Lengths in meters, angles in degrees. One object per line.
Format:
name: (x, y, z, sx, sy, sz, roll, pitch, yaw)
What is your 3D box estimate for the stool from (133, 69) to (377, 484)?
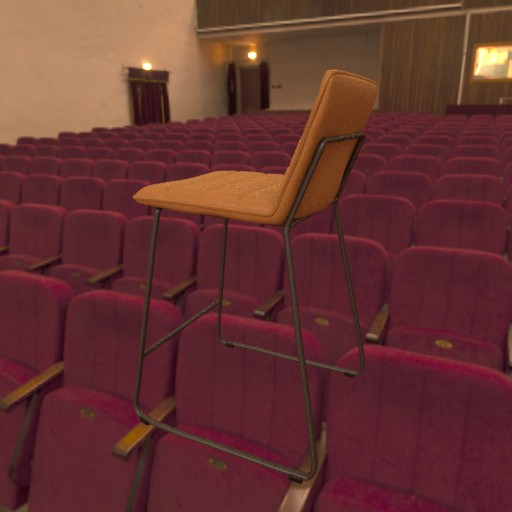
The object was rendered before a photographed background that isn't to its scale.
stool: (0.000, 0.000, 1.162, 0.524, 0.866, 0.489, 8, 20, 25)
